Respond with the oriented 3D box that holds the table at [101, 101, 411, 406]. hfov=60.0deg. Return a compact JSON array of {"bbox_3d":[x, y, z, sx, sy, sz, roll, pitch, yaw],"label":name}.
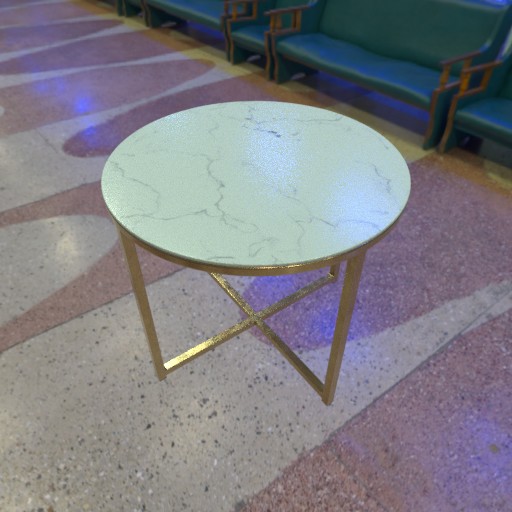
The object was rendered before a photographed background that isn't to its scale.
[{"bbox_3d":[0.000,0.000,0.879,0.500,0.420,0.500,0,42,0],"label":"table"}]
